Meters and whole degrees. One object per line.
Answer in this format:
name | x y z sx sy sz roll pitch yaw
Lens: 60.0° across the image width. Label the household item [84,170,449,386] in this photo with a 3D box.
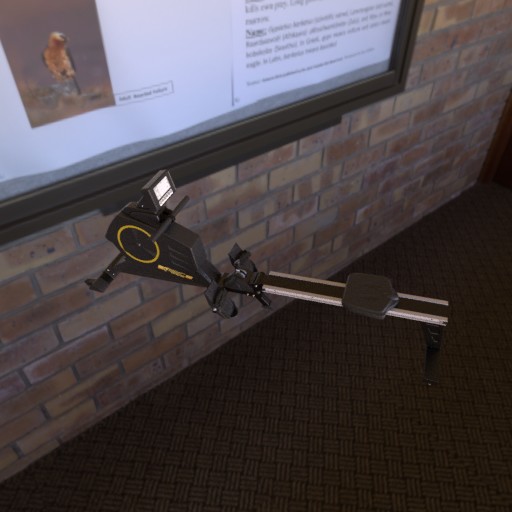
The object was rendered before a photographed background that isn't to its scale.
household item | 0.000 0.000 2.594 2.251 0.810 0.521 13 43 14
